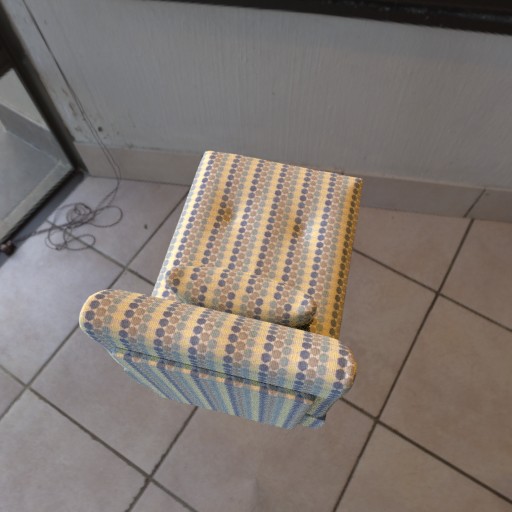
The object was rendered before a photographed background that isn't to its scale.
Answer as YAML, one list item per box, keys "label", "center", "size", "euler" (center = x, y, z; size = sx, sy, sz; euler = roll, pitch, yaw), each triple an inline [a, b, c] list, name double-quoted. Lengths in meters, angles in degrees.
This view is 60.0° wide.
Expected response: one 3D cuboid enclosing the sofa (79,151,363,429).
- label: "sofa"
  center: [0.000, 0.000, 1.574]
  size: [0.700, 0.820, 1.000]
  euler: [12, 64, 6]
